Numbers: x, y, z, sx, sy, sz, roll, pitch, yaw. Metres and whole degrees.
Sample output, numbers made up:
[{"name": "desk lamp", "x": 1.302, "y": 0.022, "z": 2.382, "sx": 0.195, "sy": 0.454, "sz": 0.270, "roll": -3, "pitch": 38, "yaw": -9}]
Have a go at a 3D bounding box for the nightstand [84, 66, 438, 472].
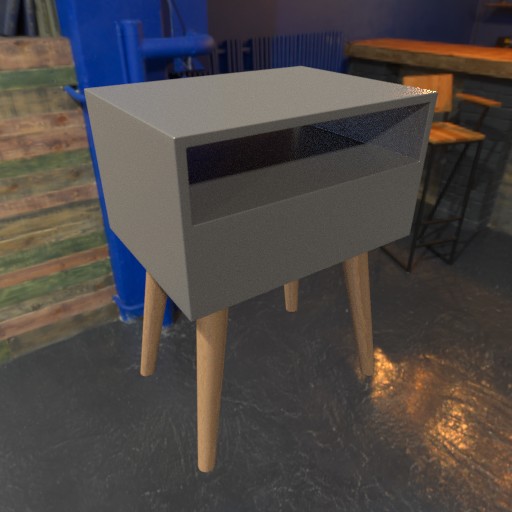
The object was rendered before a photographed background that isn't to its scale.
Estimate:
[{"name": "nightstand", "x": 0.000, "y": 0.000, "z": 0.710, "sx": 0.370, "sy": 0.508, "sz": 0.288, "roll": -19, "pitch": 36, "yaw": -29}]
